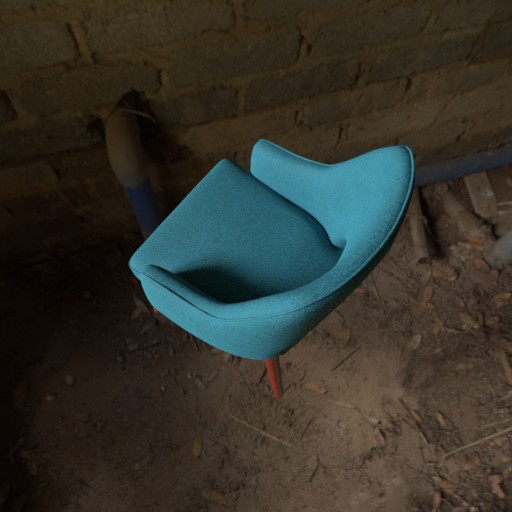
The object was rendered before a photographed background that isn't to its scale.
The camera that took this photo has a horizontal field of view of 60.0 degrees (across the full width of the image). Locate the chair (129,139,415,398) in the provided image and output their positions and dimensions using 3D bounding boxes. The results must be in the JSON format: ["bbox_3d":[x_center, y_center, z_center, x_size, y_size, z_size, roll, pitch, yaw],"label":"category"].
[{"bbox_3d":[0.000,0.000,1.231,0.605,0.849,0.548,32,68,15],"label":"chair"}]
